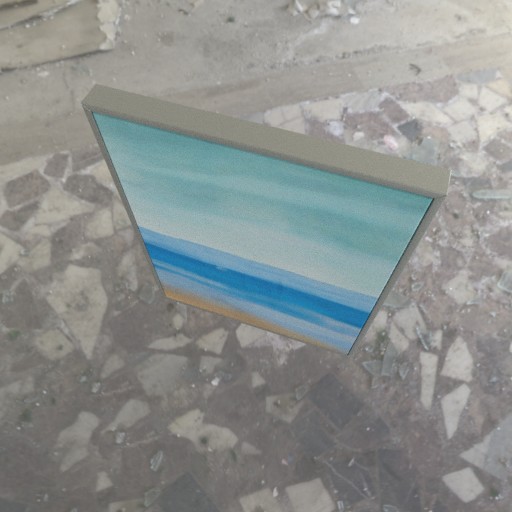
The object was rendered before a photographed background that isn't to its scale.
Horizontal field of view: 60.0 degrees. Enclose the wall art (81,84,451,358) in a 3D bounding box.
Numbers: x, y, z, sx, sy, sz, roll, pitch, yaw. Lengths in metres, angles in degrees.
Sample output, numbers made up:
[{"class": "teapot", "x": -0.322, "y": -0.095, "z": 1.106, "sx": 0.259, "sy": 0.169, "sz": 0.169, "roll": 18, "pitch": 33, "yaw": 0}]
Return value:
[{"class": "wall art", "x": 0.000, "y": 0.000, "z": 0.756, "sx": 0.445, "sy": 0.553, "sz": 0.039, "roll": 16, "pitch": 61, "yaw": 10}]
